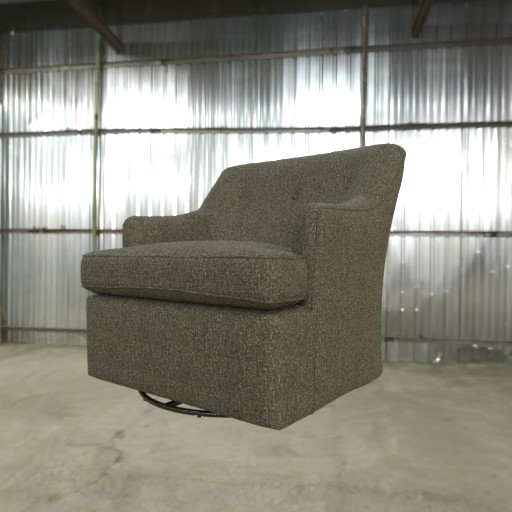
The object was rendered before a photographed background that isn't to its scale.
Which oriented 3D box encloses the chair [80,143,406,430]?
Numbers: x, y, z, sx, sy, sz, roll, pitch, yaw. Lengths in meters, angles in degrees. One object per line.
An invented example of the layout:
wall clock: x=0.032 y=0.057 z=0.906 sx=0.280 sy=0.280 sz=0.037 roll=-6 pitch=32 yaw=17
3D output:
chair: x=0.000 y=0.000 z=1.572 sx=0.864 sy=0.856 sz=0.923 roll=0 pitch=1 yaw=37
